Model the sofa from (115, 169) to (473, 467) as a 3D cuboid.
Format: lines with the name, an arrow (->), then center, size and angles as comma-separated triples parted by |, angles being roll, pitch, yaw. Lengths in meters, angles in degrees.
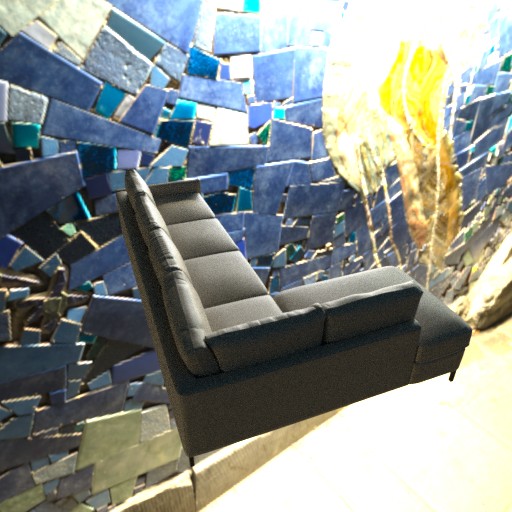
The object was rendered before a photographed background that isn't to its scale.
sofa -> 0.000, 0.000, 3.104 | 1.617, 0.703, 2.423 | -11, 33, -18
